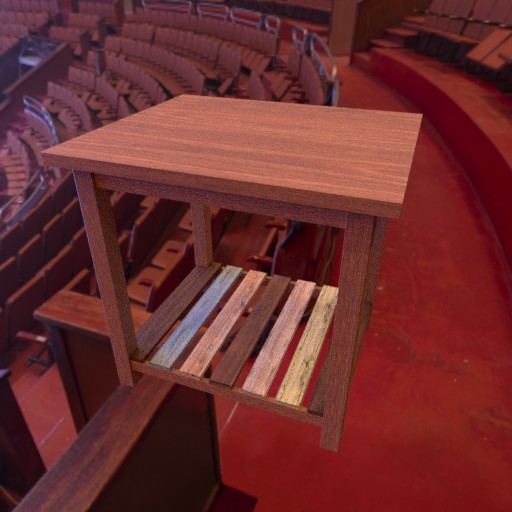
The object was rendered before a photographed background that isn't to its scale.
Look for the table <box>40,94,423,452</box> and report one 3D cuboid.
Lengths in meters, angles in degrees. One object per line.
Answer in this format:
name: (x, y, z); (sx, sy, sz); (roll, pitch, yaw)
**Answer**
table: (0.000, 0.000, 1.124); (0.660, 0.635, 0.559); (11, 33, 18)
